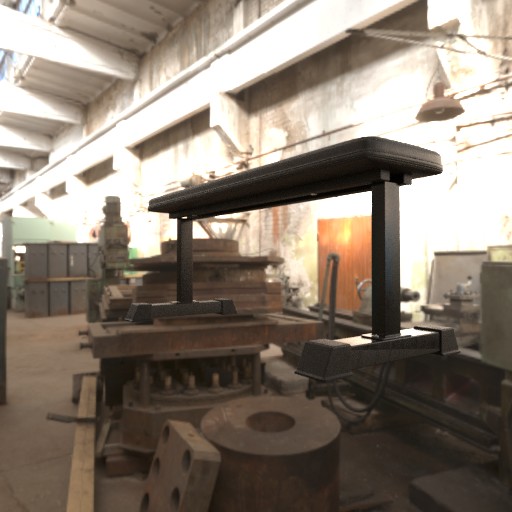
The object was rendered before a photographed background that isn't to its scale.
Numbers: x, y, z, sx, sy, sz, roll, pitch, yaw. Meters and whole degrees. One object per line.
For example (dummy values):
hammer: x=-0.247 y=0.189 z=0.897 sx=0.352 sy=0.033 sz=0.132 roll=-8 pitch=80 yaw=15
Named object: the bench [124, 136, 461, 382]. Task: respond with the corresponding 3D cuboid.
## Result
bench: x=0.000 y=0.000 z=1.311 sx=0.439 sy=0.453 sz=1.072 roll=1 pitch=-1 yaw=-36
